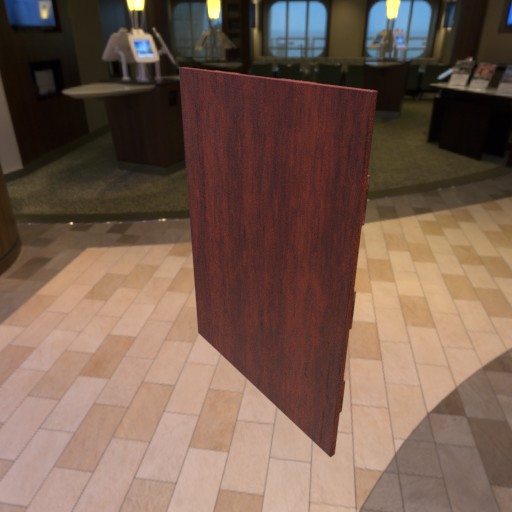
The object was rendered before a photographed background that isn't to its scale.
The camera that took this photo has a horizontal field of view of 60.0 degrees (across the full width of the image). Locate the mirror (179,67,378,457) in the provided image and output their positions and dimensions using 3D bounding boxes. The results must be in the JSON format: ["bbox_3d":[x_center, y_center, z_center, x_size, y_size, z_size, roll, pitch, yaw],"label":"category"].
[{"bbox_3d":[0.000,0.000,1.067,0.021,0.805,0.600,-19,33,-33],"label":"mirror"}]
